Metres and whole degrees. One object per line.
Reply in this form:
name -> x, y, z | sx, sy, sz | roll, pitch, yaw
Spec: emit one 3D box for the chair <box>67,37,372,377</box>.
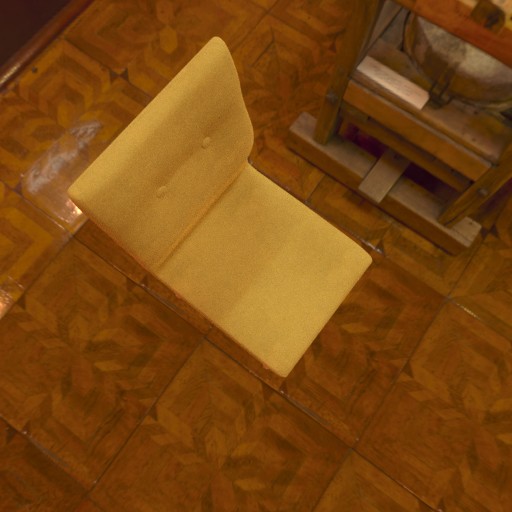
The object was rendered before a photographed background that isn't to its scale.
chair -> 0.000, 0.000, 1.273 | 0.550, 0.965, 0.450 | 37, 79, 9
